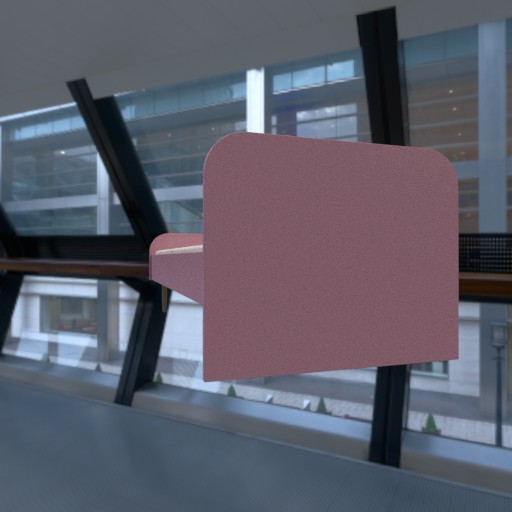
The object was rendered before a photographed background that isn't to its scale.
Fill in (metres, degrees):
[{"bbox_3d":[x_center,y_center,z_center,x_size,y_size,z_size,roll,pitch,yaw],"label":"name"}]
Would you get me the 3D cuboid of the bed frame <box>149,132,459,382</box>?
[{"bbox_3d":[0.000,0.000,2.489,0.998,0.805,1.963,0,0,-18],"label":"bed frame"}]
